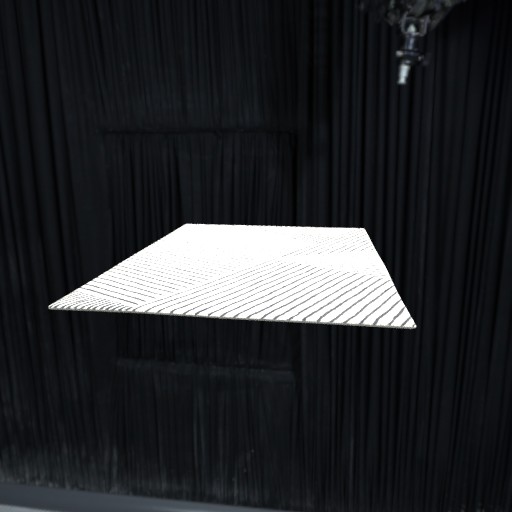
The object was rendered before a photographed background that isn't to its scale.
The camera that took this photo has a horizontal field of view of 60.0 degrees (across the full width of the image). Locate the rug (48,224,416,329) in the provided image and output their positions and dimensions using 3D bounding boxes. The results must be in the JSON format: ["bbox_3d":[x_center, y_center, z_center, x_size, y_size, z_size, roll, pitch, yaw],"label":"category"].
[{"bbox_3d":[0.000,0.000,3.323,1.829,0.028,2.449,2,14,8],"label":"rug"}]
